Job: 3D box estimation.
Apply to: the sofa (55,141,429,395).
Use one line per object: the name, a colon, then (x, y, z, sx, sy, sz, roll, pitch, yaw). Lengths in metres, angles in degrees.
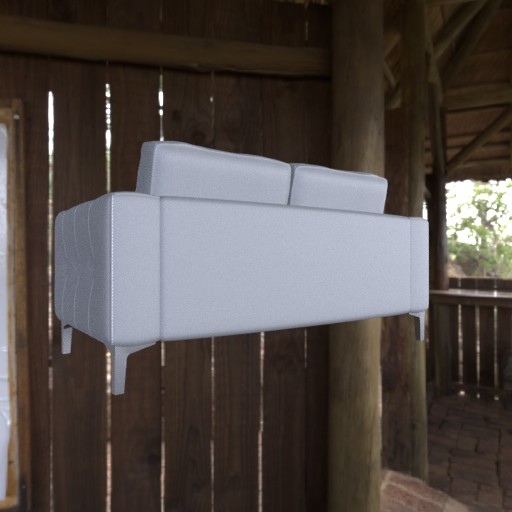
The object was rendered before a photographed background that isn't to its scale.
sofa: (0.000, 0.000, 2.199, 1.726, 0.892, 0.833, 0, 0, -35)
